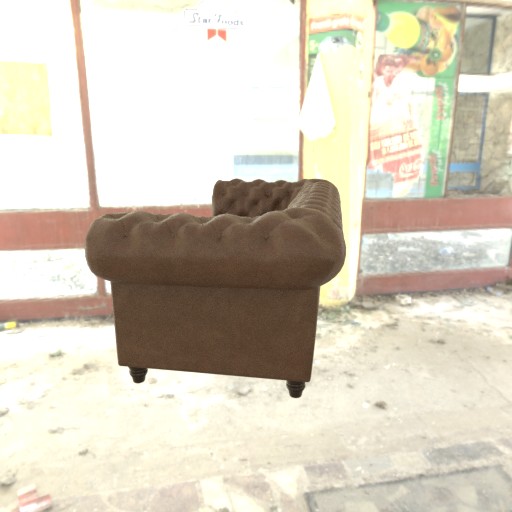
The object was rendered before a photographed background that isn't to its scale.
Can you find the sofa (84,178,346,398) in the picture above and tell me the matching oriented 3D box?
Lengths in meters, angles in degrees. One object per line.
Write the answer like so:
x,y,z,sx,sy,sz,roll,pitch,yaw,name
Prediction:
0.000,0.000,2.552,0.955,0.784,2.048,2,14,9,sofa
